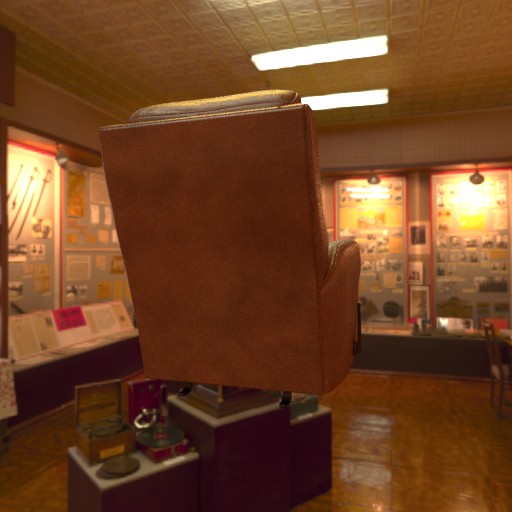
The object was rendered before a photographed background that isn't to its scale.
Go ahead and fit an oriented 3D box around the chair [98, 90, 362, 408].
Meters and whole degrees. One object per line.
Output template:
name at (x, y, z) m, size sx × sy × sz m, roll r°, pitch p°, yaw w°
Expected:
chair at (0.000, 0.000, 1.787) m, size 0.821 × 1.016 × 1.072 m, roll 0°, pitch 0°, yaw 19°
